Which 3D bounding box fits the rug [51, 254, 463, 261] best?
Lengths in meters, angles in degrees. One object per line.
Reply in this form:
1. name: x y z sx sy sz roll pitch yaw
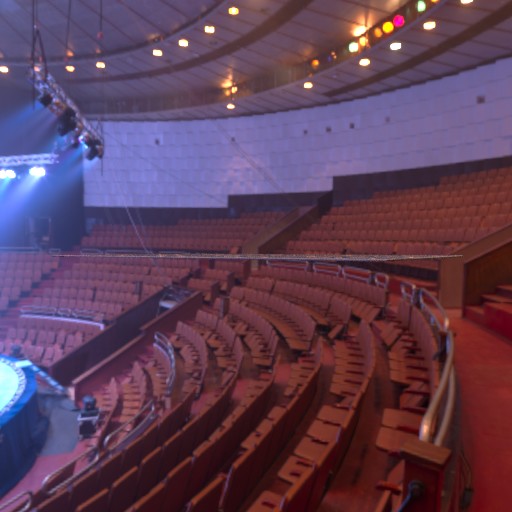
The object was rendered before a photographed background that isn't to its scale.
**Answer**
1. rug: 0.000 0.000 2.933 2.284 0.008 1.522 1 1 35
